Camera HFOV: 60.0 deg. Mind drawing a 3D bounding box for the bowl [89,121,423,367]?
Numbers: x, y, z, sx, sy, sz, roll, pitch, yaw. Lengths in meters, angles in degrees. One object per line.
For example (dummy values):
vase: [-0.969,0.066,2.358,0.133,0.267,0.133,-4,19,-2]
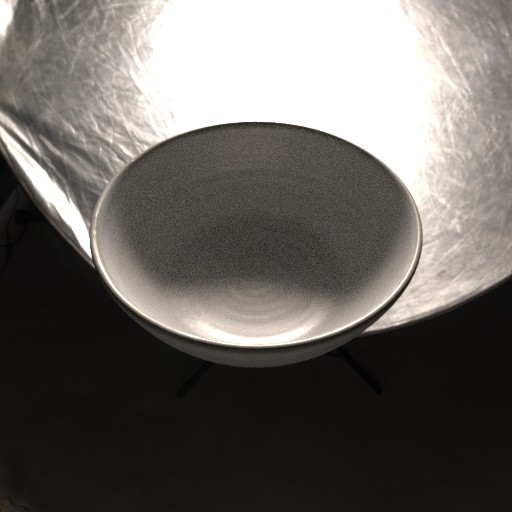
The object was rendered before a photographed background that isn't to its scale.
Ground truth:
bowl: [0.000,0.000,0.410,0.268,0.121,0.268,0,48,0]
